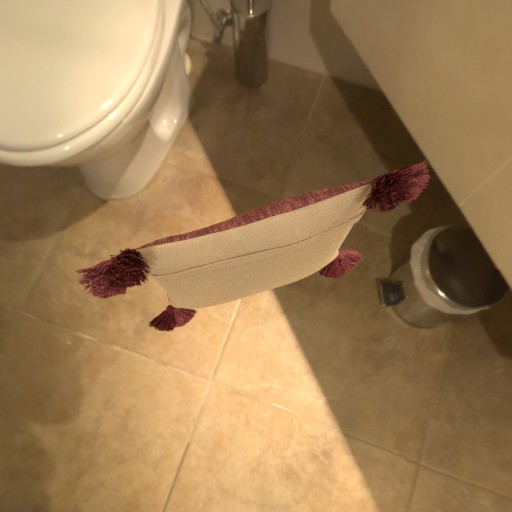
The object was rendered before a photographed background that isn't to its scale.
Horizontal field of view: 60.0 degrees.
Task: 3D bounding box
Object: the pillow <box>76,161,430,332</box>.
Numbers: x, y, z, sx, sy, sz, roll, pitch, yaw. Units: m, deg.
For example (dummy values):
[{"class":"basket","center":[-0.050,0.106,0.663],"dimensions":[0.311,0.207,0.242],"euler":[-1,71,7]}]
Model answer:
[{"class":"pillow","center":[0.000,0.000,1.010],"dimensions":[0.641,0.659,0.138],"euler":[-17,74,-5]}]
